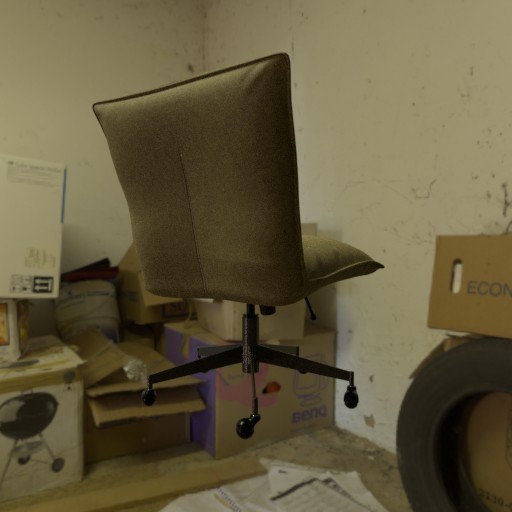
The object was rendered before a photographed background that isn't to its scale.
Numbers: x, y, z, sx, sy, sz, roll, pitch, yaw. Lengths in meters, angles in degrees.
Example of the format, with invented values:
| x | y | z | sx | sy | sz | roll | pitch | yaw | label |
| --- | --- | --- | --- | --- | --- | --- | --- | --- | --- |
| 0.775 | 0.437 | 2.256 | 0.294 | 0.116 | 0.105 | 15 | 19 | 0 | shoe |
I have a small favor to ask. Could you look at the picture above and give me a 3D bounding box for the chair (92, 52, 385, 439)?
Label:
| x | y | z | sx | sy | sz | roll | pitch | yaw | label |
| --- | --- | --- | --- | --- | --- | --- | --- | --- | --- |
| 0.000 | 0.000 | 1.281 | 0.597 | 0.811 | 0.696 | 1 | 1 | 34 | chair |
